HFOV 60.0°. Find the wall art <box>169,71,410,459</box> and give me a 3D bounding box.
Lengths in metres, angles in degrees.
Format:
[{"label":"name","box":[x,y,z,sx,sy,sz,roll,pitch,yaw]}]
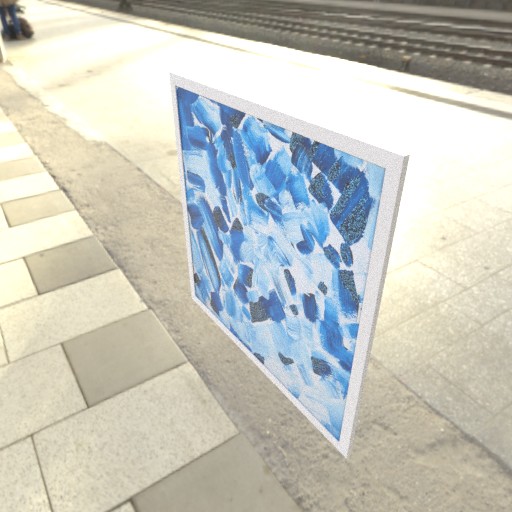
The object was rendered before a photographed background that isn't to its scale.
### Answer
[{"label":"wall art","box":[0.000,0.000,1.197,0.015,0.812,0.812,-22,39,-29]}]
